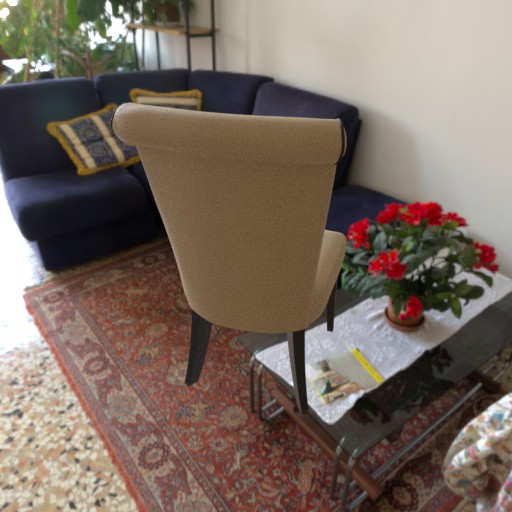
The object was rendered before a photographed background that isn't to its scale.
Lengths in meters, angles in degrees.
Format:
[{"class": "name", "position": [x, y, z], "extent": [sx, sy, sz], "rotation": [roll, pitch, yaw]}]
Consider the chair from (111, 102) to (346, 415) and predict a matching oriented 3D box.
[{"class": "chair", "position": [0.000, 0.000, 1.379], "extent": [0.522, 0.997, 0.623], "rotation": [9, 33, 14]}]
